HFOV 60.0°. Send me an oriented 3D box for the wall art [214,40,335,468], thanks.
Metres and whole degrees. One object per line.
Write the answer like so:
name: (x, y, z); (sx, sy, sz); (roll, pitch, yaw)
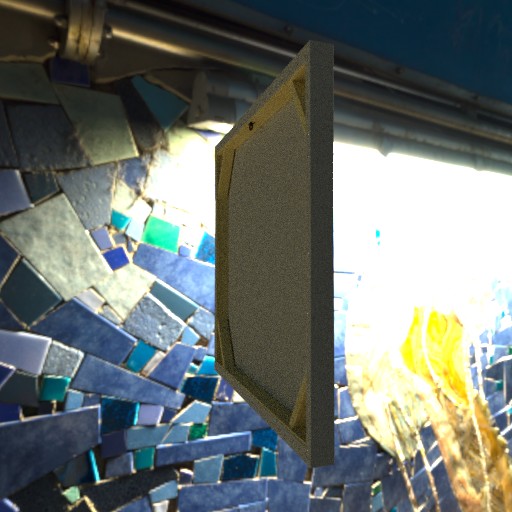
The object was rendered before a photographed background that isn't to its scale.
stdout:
wall art: (0.000, 0.000, 0.926); (0.038, 0.610, 0.610); (0, -1, -18)
